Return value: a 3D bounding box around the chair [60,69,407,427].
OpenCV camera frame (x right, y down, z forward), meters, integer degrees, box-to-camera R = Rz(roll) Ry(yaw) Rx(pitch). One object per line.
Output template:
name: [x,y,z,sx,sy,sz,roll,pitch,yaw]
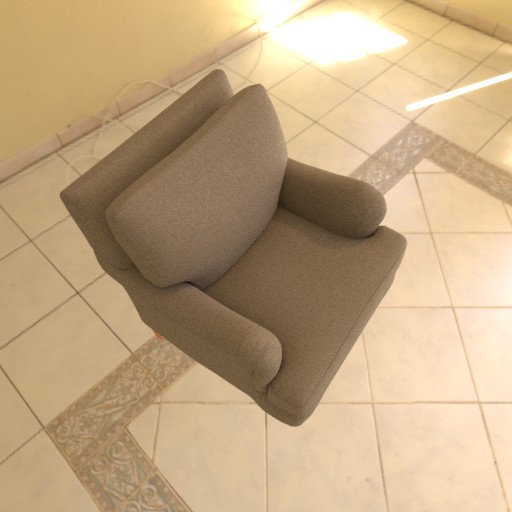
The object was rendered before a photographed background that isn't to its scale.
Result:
chair: [0.000,0.000,1.919,1.070,1.038,0.955,30,62,18]
